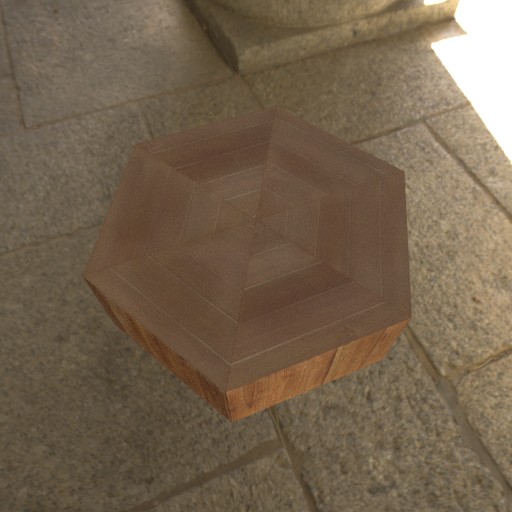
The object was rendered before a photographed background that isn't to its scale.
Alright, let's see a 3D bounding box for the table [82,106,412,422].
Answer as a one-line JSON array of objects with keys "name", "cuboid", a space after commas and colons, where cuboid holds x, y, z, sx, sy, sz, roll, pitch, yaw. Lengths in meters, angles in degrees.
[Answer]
[{"name": "table", "cuboid": [0.000, 0.000, 1.673, 1.154, 0.456, 1.000, 33, 64, 19]}]
